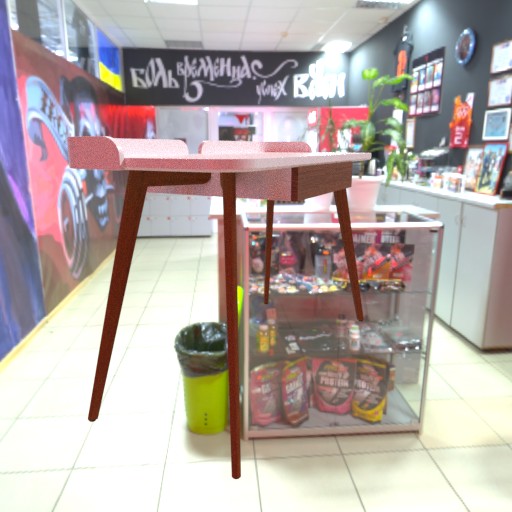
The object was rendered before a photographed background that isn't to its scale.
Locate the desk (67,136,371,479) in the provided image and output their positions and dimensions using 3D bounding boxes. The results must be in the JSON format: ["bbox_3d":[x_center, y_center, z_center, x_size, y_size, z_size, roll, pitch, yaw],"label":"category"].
[{"bbox_3d":[0.000,0.000,1.588,0.534,0.807,1.206,7,16,27],"label":"desk"}]
